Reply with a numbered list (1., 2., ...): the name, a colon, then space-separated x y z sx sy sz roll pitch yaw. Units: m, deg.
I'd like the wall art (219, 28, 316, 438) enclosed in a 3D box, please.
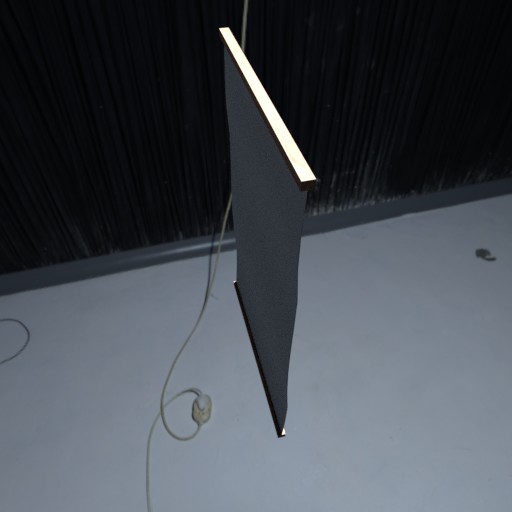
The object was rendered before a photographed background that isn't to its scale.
1. wall art: 0.000 0.000 0.641 0.012 0.508 0.332 -10 47 -10
